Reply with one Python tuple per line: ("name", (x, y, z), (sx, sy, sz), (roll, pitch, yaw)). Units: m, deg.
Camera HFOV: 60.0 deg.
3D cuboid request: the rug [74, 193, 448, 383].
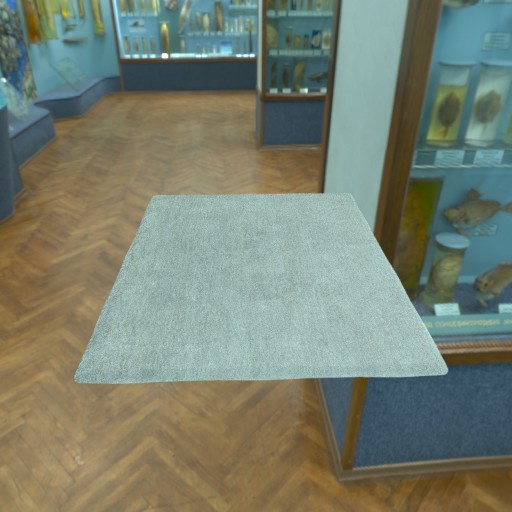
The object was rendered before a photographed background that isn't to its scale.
("rug", (0.000, 0.000, 3.943), (2.332, 0.027, 2.933), (-1, 30, -2))
